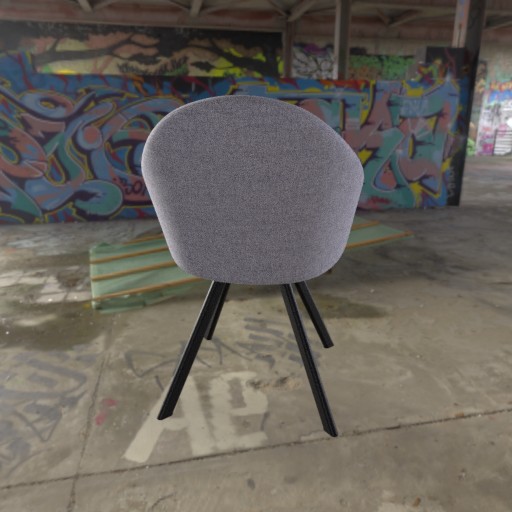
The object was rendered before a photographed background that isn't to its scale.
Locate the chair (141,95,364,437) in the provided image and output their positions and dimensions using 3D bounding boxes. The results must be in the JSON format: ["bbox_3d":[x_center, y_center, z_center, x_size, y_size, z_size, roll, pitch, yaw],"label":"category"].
[{"bbox_3d":[0.000,0.000,1.183,0.540,0.780,0.570,2,17,8],"label":"chair"}]
